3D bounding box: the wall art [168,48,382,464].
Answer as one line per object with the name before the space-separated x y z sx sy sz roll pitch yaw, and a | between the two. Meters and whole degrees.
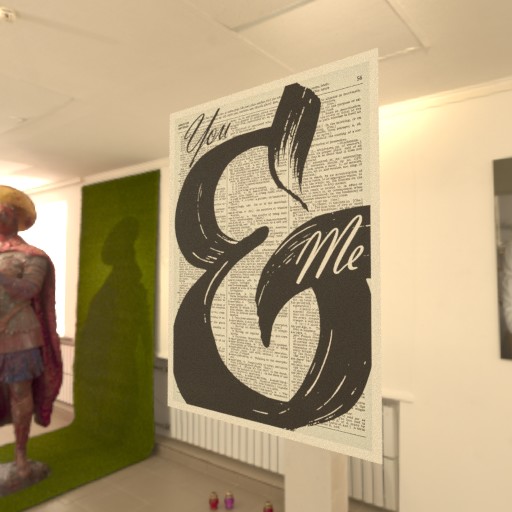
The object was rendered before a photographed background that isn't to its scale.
wall art | 0.000 0.000 0.788 0.457 0.609 0.003 -2 -3 37
